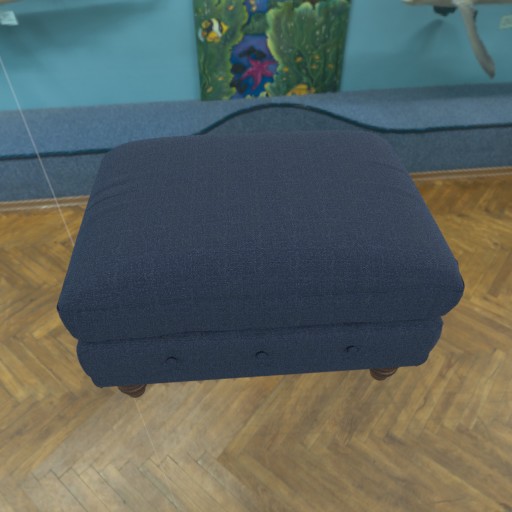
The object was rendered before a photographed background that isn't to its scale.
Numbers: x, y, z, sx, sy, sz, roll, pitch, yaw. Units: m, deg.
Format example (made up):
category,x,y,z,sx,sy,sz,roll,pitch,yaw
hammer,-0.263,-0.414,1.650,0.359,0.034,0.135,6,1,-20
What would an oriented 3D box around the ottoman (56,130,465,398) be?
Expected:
category,x,y,z,sx,sy,sz,roll,pitch,yaw
ottoman,0.000,0.000,1.101,0.767,0.486,0.558,-3,45,-3
